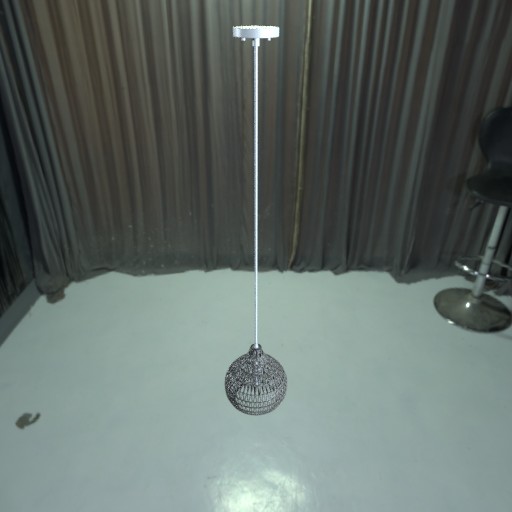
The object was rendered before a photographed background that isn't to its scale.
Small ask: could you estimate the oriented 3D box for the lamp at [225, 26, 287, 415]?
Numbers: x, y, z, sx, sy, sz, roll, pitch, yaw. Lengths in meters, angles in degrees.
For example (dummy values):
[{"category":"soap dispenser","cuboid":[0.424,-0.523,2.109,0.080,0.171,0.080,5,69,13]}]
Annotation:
[{"category":"lamp","cuboid":[0.000,0.000,2.089,0.355,1.919,0.355,-1,31,-2]}]
